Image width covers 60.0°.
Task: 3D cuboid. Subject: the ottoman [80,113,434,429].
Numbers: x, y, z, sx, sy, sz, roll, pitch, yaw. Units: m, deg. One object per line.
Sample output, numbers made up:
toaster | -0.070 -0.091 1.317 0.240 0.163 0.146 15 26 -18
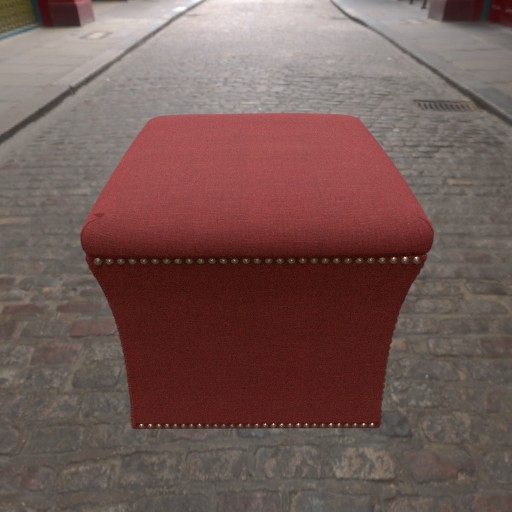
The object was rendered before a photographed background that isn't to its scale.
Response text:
ottoman | 0.000 0.000 0.896 0.497 0.475 0.507 0 34 0
